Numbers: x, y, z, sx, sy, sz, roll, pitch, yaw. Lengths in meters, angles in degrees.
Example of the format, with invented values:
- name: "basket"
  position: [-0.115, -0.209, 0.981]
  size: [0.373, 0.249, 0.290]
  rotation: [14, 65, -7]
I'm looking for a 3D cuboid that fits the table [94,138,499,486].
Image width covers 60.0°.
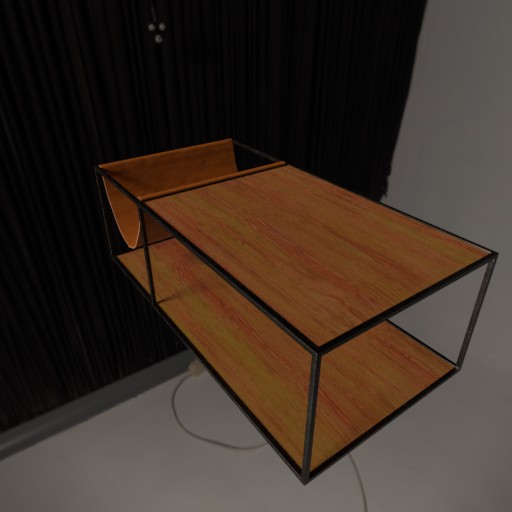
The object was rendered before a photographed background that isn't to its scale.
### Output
- name: "table"
  position: [0.000, 0.000, 1.449]
  size: [0.597, 0.403, 1.199]
  rotation: [-20, 37, -30]
